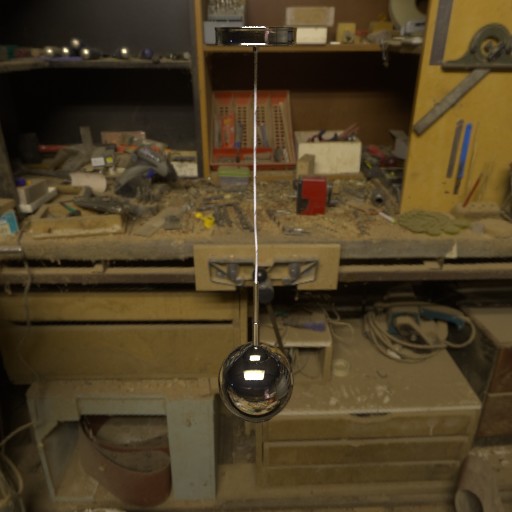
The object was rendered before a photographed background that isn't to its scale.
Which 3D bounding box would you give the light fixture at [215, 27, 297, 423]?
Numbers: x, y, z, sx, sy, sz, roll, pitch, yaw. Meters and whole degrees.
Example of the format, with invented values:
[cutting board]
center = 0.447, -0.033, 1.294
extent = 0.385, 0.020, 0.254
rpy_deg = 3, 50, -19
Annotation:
[light fixture]
center = 0.000, 0.000, 1.678
extent = 0.336, 1.538, 0.336
rpy_deg = 0, 27, 0
